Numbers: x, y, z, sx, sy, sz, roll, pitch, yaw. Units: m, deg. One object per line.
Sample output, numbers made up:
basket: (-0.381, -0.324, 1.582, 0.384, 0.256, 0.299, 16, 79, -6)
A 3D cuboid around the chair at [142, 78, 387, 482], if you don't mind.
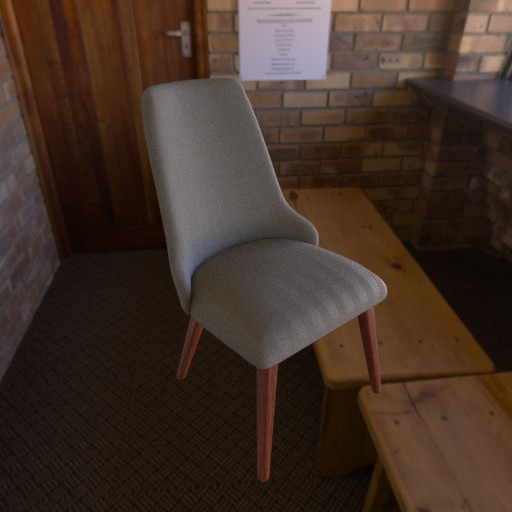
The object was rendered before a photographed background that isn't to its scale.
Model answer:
chair: (0.000, 0.000, 1.341, 0.535, 0.918, 0.707, -22, 37, -32)
